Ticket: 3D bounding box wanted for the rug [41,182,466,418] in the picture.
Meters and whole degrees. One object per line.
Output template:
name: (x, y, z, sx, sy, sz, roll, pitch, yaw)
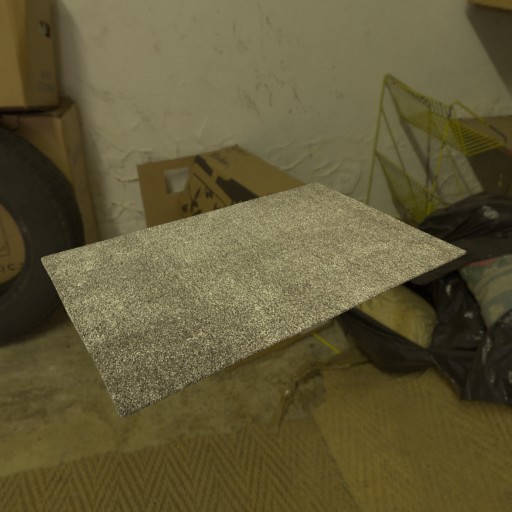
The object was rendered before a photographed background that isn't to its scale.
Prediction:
rug: (0.000, 0.000, 2.898, 2.352, 0.025, 1.501, -19, 36, -29)
